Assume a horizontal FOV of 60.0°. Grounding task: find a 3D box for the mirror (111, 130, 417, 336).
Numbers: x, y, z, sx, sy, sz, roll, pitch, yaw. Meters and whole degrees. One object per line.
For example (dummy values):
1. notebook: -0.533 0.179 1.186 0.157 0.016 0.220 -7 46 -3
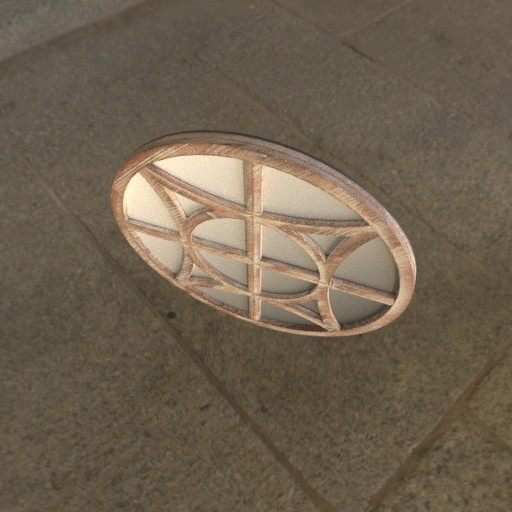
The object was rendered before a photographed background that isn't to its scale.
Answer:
1. mirror: 0.000 0.000 1.041 0.710 0.710 0.038 16 59 10
